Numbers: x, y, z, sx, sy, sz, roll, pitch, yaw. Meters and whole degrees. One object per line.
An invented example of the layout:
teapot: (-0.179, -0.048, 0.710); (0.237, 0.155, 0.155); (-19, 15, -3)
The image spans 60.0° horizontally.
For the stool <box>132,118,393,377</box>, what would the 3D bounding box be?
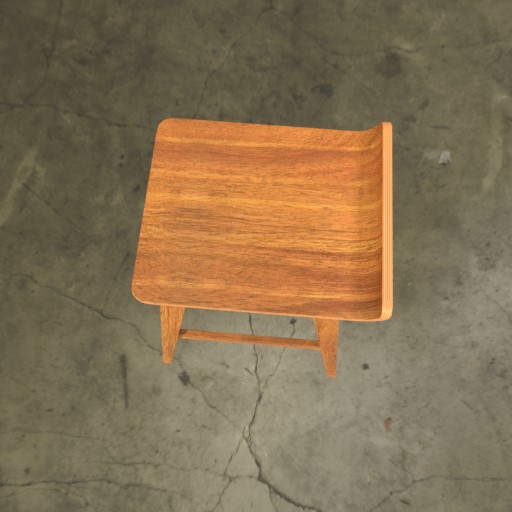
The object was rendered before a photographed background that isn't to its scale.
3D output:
stool: (0.000, 0.000, 1.037); (0.500, 0.650, 0.500); (5, 74, 1)
